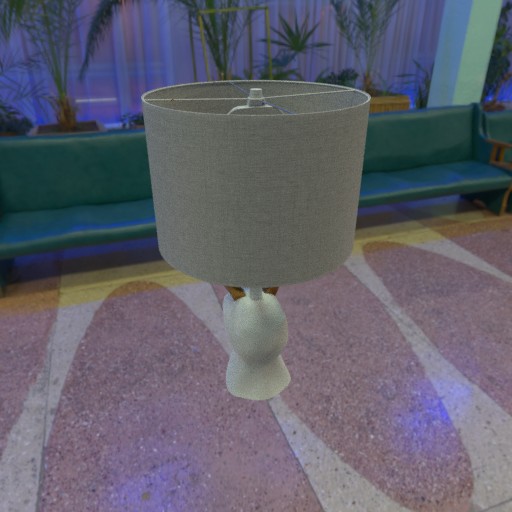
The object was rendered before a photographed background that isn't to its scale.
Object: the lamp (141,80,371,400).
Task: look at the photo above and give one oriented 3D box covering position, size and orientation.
[{"bbox_3d":[0.000,0.000,0.708,0.298,0.503,0.298,-8,29,-15],"label":"lamp"}]
